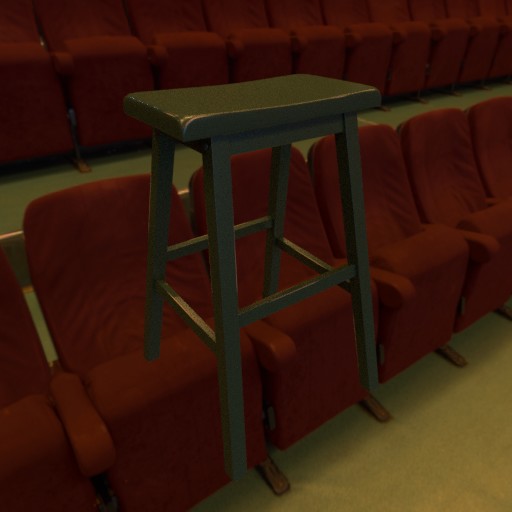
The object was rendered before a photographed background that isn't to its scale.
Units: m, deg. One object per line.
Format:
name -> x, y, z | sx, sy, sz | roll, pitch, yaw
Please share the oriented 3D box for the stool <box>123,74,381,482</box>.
stool -> 0.000, 0.000, 1.037 | 0.457, 0.737, 0.476 | -20, 36, -30
